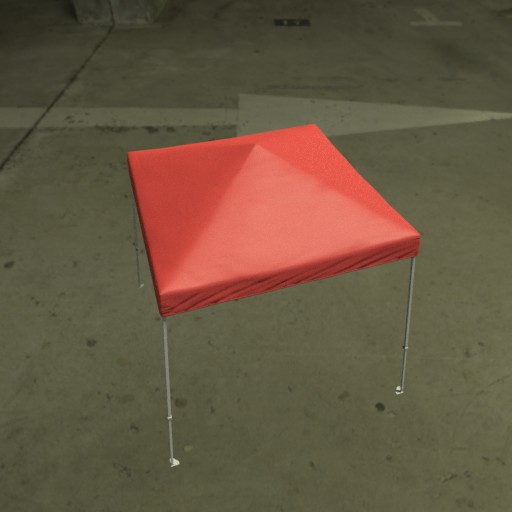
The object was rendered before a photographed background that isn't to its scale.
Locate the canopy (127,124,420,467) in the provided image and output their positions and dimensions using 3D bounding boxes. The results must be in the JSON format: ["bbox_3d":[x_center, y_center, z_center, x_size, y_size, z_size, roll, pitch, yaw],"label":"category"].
[{"bbox_3d":[0.000,0.000,5.131,2.849,2.849,2.848,-12,43,-13],"label":"canopy"}]
